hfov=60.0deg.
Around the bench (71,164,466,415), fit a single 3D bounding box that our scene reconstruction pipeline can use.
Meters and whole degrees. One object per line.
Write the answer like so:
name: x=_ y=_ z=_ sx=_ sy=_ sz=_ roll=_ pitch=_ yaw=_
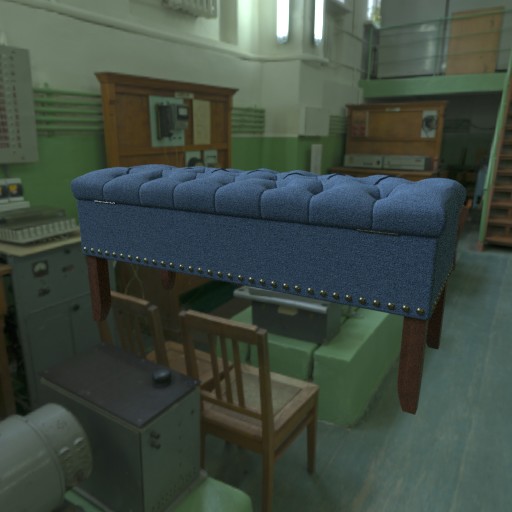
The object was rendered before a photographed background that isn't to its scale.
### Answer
bench: x=0.000 y=0.000 z=1.302 sx=1.052 sy=0.492 sz=0.417 roll=9 pitch=18 yaw=28
